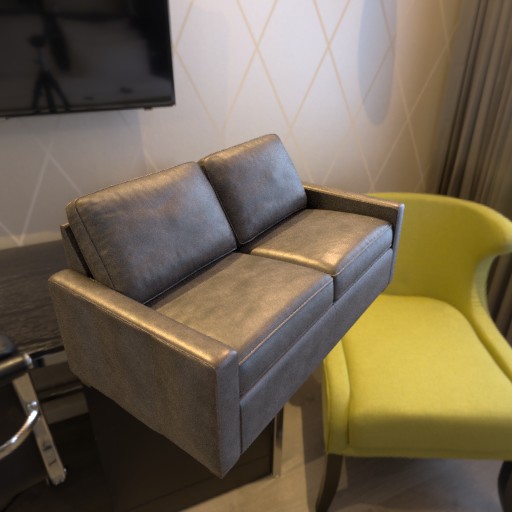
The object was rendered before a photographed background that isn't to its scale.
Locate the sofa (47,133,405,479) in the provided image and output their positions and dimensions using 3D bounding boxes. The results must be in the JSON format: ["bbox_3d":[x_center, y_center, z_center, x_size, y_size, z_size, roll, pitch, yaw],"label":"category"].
[{"bbox_3d":[0.000,0.000,2.267,0.939,0.916,1.732,19,33,31],"label":"sofa"}]
